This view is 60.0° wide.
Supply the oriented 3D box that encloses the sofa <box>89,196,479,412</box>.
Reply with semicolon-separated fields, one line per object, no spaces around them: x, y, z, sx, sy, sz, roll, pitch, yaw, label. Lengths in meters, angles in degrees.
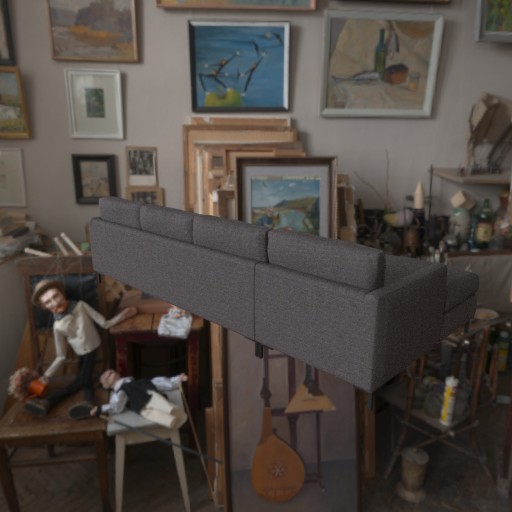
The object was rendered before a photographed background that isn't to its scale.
0.000;0.000;3.245;2.731;0.754;1.258;14;21;42;sofa
